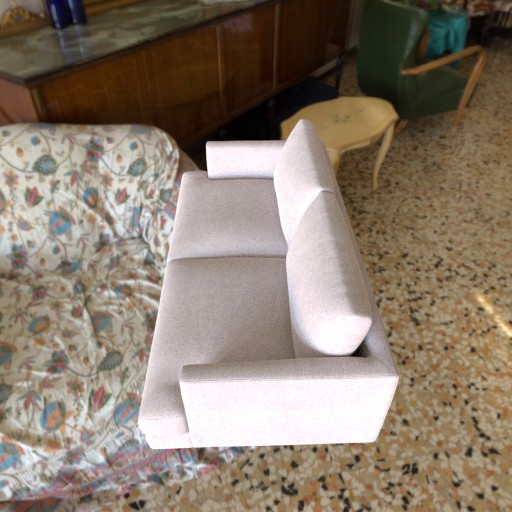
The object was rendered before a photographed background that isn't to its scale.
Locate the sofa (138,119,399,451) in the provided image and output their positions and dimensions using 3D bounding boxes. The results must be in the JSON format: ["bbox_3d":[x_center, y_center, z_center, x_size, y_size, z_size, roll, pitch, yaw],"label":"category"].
[{"bbox_3d":[0.000,0.000,2.497,1.020,0.868,1.948,-1,41,-1],"label":"sofa"}]
